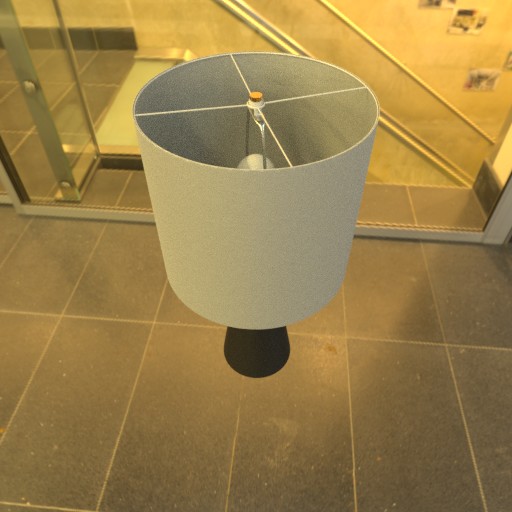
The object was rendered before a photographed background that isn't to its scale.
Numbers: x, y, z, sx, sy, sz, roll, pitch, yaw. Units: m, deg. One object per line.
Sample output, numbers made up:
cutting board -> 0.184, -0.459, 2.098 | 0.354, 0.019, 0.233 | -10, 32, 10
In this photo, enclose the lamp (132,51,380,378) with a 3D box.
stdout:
lamp -> 0.000, 0.000, 0.764 | 0.308, 0.580, 0.308 | -10, 47, -10
